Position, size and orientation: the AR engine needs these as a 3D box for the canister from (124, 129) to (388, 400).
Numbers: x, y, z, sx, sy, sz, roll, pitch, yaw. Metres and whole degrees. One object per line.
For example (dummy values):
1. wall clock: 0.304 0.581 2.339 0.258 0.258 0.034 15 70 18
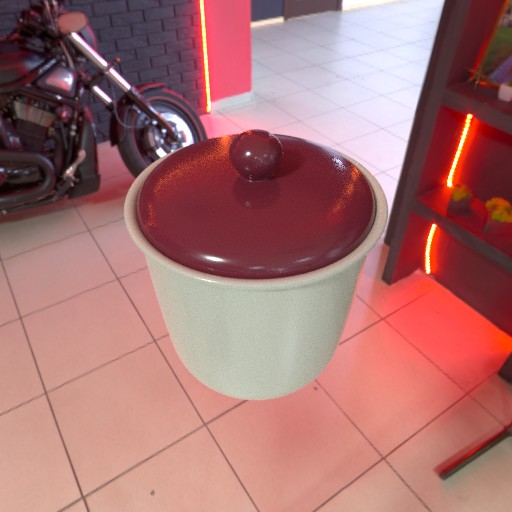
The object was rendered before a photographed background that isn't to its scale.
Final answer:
1. canister: 0.000 0.000 0.351 0.182 0.208 0.182 0 42 0
